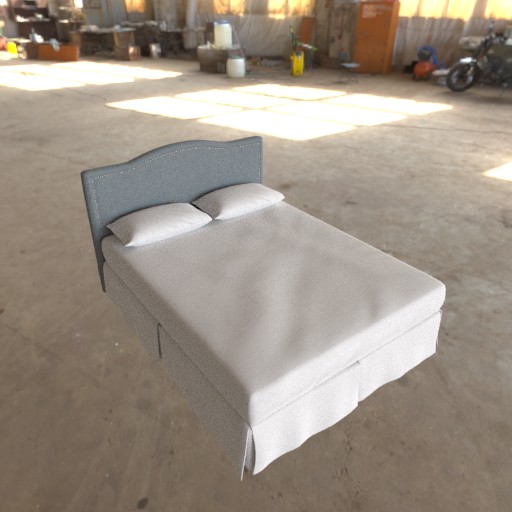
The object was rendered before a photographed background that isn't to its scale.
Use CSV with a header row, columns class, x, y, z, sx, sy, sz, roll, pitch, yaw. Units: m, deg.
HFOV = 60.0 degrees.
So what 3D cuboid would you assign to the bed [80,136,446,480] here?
class,x,y,z,sx,sy,sz,roll,pitch,yaw
bed,0.000,0.000,3.967,2.161,1.457,2.689,-21,36,-31
